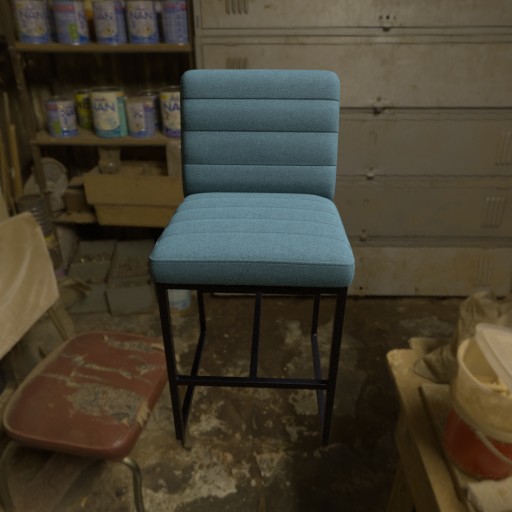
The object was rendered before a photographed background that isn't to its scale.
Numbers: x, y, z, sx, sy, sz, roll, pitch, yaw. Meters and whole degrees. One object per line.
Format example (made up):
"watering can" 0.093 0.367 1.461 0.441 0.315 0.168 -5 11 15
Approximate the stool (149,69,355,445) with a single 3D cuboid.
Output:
"stool" 0.000 0.000 1.267 0.460 0.940 0.560 1 29 2
